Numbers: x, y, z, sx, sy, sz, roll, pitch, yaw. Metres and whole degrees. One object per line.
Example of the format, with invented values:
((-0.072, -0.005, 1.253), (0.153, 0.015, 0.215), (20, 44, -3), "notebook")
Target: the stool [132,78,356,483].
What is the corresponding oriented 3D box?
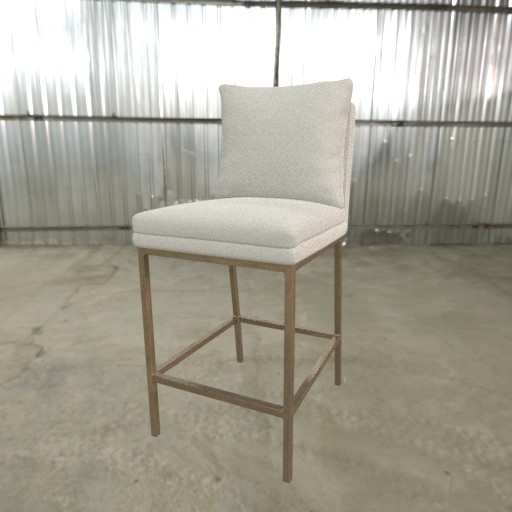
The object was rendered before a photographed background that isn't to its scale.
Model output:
((0.000, 0.000, 1.336), (0.463, 1.032, 0.572), (7, 16, 25), "stool")
